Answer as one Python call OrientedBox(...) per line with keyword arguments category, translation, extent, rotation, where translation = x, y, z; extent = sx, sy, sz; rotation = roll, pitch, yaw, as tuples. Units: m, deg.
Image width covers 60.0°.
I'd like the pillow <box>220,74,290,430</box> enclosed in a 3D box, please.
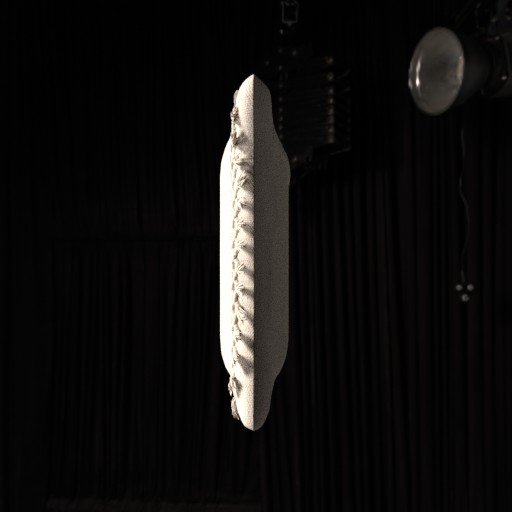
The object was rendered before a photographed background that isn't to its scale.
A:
OrientedBox(category="pillow", translation=(0.000, 0.000, 0.593), extent=(0.084, 0.305, 0.466), rotation=(0, 0, 1))
